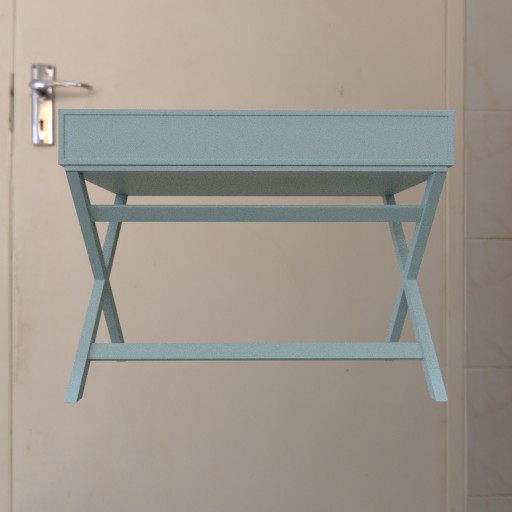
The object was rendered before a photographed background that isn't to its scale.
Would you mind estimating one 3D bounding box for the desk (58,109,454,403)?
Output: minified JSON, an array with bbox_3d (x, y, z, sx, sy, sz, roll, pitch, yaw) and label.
[{"bbox_3d":[0.000,0.000,1.443,1.057,0.780,0.525,0,0,-1],"label":"desk"}]
